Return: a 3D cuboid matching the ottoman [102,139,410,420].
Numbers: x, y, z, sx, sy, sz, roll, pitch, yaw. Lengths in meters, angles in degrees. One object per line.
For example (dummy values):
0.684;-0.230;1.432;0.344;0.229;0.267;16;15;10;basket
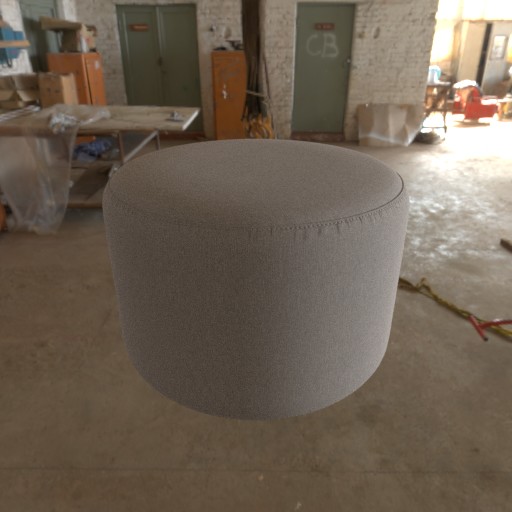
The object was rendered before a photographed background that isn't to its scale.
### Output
0.000;0.000;0.981;0.608;0.433;0.608;0;26;0;ottoman
